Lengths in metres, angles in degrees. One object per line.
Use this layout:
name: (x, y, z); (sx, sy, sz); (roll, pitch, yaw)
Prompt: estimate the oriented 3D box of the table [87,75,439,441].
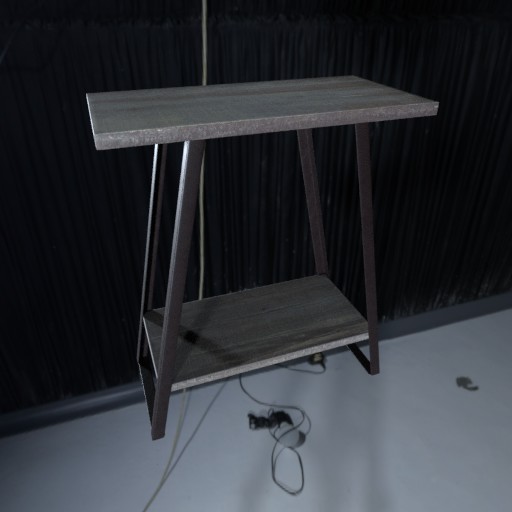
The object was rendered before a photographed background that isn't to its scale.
table: (0.000, 0.000, 1.019); (0.599, 0.701, 0.300); (-11, 33, -17)
